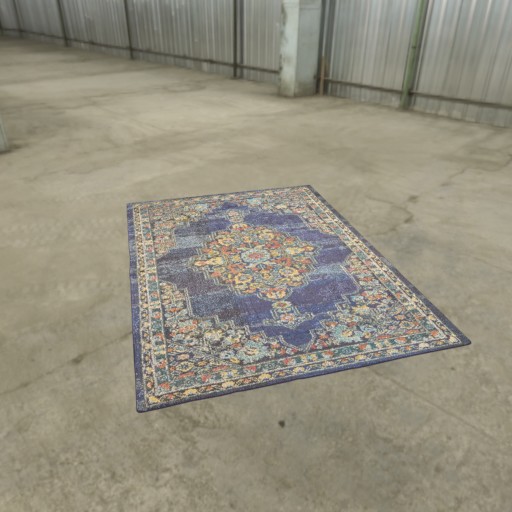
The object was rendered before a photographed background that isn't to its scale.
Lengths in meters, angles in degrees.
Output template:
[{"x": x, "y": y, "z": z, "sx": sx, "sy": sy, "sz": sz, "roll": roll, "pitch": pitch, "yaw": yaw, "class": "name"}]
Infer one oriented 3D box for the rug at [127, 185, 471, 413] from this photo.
[{"x": 0.000, "y": 0.000, "z": 2.936, "sx": 1.630, "sy": 0.009, "sz": 2.232, "roll": -8, "pitch": 31, "yaw": -13, "class": "rug"}]
